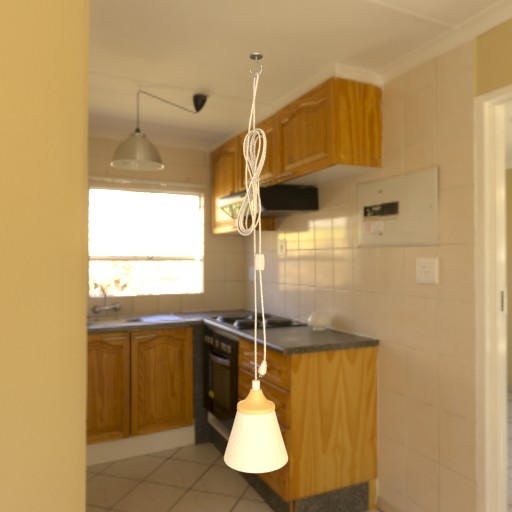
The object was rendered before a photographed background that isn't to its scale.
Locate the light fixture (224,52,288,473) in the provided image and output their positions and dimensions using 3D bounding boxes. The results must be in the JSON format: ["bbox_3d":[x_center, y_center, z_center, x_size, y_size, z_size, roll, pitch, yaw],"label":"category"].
[{"bbox_3d":[0.000,0.000,1.065,0.153,0.966,0.153,0,-1,-36],"label":"light fixture"}]
